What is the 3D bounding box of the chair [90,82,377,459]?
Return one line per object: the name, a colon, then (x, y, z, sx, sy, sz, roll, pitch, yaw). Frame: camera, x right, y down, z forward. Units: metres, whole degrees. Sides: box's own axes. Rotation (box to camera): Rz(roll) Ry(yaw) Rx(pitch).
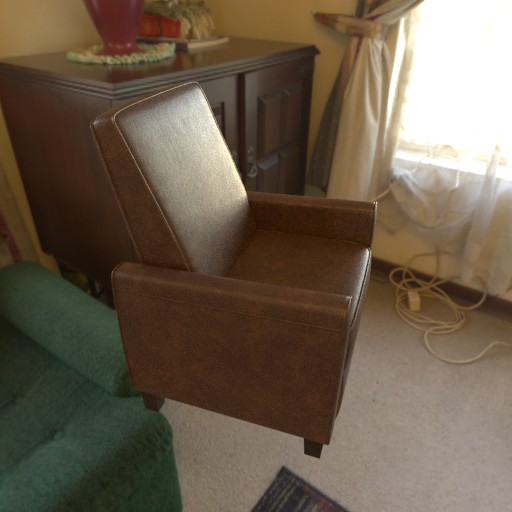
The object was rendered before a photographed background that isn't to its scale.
chair: (0.000, 0.000, 1.493, 0.746, 1.013, 0.705, 10, 33, 16)
